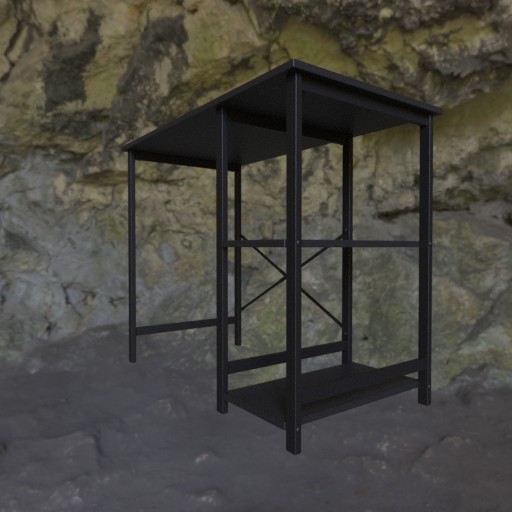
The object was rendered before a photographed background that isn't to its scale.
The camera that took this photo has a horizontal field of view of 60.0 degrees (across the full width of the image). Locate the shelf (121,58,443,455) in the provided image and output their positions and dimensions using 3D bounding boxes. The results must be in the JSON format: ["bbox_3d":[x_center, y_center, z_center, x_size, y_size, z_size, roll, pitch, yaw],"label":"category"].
[{"bbox_3d":[0.000,0.000,1.333,0.498,0.749,0.902,-1,1,-37],"label":"shelf"}]
